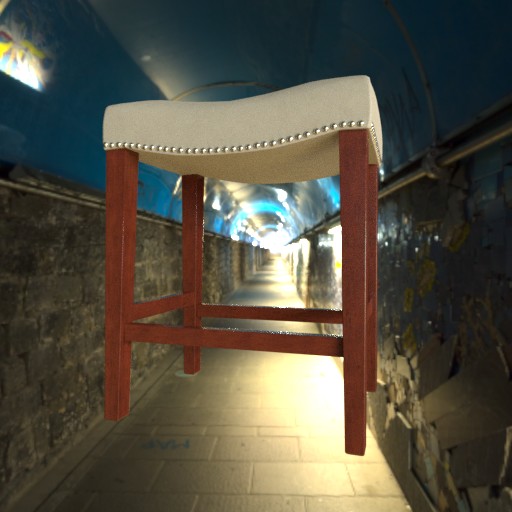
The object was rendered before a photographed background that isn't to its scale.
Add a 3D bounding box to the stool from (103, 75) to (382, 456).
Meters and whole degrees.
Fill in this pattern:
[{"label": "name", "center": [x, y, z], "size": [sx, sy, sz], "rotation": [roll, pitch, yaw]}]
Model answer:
[{"label": "stool", "center": [0.000, 0.000, 0.949], "size": [0.509, 0.632, 0.375], "rotation": [0, 1, 18]}]
